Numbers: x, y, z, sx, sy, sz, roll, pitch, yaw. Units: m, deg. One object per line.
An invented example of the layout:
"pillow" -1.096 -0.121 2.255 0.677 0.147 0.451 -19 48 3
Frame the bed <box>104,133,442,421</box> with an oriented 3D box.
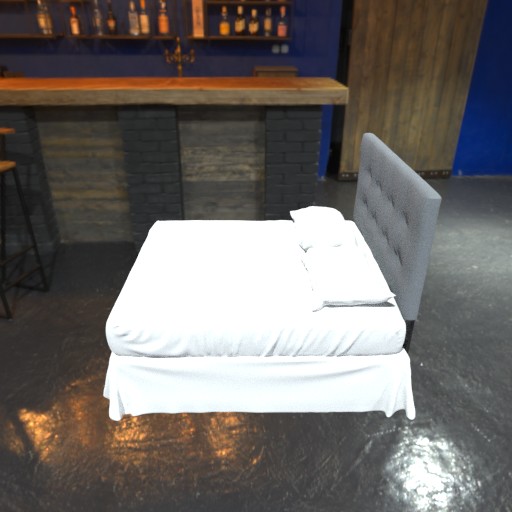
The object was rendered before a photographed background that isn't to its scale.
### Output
"bed" 0.000 0.000 3.507 2.222 1.577 1.936 0 28 0
